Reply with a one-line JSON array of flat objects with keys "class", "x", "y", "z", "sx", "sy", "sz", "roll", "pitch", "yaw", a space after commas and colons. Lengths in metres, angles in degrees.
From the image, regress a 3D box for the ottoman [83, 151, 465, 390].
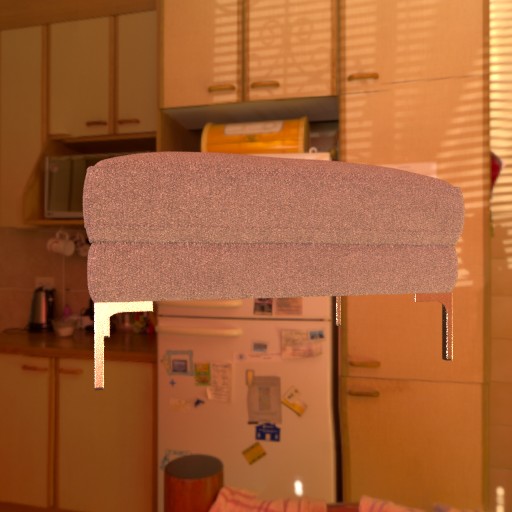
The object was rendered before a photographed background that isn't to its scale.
[{"class": "ottoman", "x": 0.000, "y": 0.000, "z": 1.131, "sx": 0.785, "sy": 0.464, "sz": 0.583, "roll": 0, "pitch": 0, "yaw": -17}]
